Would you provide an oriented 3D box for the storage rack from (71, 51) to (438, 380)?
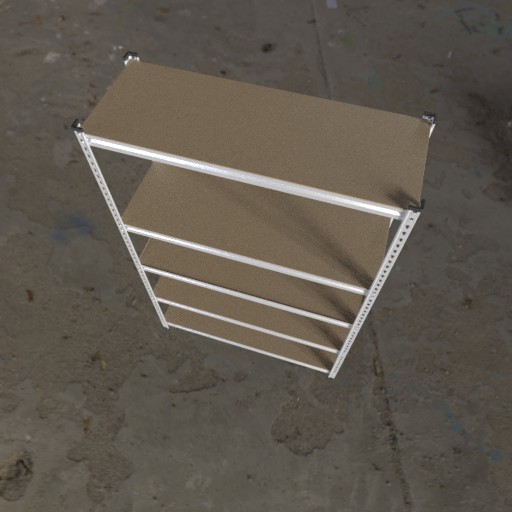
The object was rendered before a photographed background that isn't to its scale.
[{"bbox_3d":[0.000,0.000,2.341,1.219,1.829,0.457,15,60,9],"label":"storage rack"}]
